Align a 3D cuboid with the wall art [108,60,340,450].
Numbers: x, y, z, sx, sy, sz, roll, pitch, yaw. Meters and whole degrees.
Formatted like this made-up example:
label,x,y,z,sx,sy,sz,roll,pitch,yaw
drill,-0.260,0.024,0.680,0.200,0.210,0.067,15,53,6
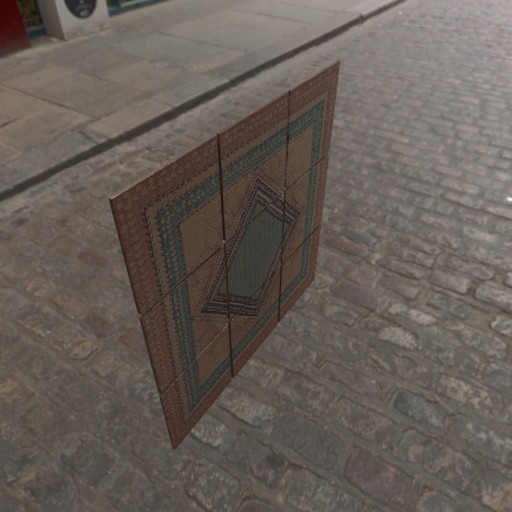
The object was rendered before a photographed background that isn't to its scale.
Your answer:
label,x,y,z,sx,sy,sz,roll,pitch,yaw
wall art,0.000,0.000,2.260,0.014,1.525,1.527,23,46,25
